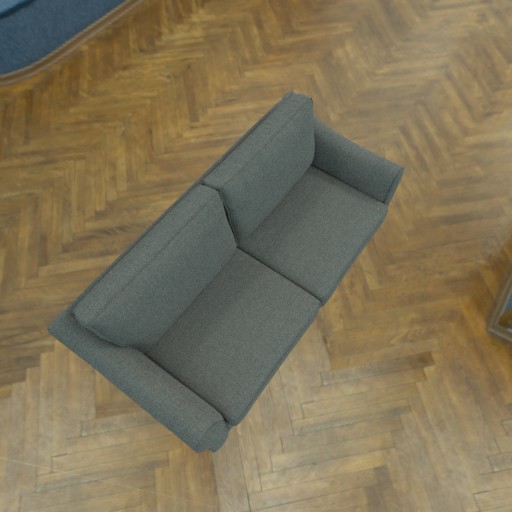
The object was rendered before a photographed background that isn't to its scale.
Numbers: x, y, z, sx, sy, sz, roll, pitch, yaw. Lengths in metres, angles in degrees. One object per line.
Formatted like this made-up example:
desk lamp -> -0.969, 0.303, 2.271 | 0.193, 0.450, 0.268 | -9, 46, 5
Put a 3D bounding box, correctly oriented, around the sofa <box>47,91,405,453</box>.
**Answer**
sofa -> 0.000, 0.000, 2.759 | 1.013, 0.976, 2.203 | 32, 65, 17
